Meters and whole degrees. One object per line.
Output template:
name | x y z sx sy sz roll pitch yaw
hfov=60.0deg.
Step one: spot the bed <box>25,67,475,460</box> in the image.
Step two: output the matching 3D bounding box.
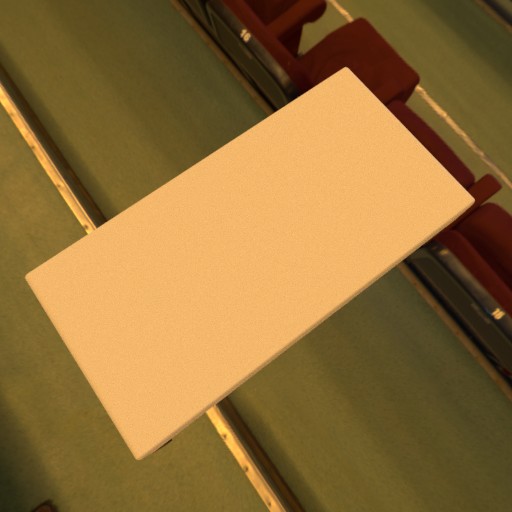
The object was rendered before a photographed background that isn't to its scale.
bed | 0.000 0.000 2.327 1.902 0.616 0.961 -36 76 -10
